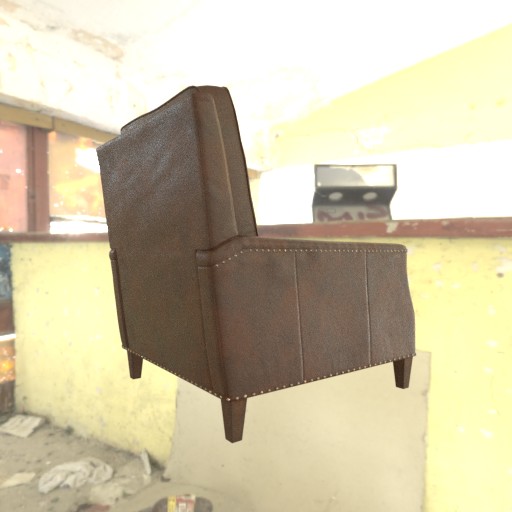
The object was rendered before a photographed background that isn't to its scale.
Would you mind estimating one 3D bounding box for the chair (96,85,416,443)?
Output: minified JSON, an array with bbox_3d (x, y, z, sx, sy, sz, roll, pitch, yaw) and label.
[{"bbox_3d":[0.000,0.000,1.810,1.035,1.054,0.854,-1,2,-37],"label":"chair"}]
